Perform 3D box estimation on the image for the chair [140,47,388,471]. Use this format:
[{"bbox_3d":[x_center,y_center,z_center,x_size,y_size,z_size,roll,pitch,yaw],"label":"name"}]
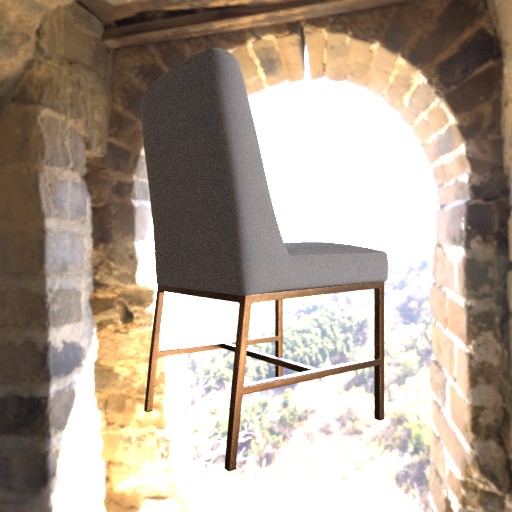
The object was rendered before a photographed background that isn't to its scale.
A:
[{"bbox_3d":[0.000,0.000,1.294,0.597,0.933,0.503,0,0,-36],"label":"chair"}]
